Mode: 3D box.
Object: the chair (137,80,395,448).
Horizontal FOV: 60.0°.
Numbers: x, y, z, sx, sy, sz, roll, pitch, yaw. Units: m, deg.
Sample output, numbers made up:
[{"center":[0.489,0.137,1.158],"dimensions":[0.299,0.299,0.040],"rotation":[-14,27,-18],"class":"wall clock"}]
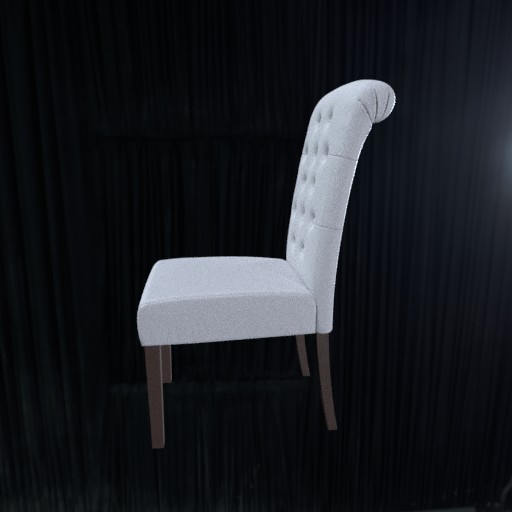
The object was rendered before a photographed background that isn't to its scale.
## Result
[{"center":[0.000,0.000,1.371],"dimensions":[0.671,1.006,0.456],"rotation":[-2,13,-7],"class":"chair"}]
